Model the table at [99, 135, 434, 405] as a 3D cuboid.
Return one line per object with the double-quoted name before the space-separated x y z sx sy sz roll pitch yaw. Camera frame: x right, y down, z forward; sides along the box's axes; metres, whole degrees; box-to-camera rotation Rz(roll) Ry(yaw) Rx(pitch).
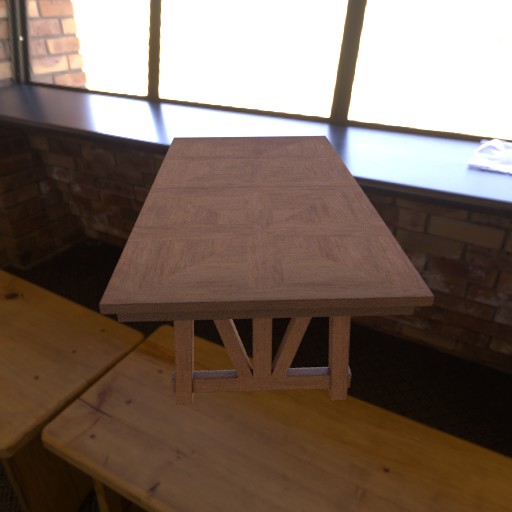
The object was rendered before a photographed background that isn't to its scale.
"table" 0.000 0.000 2.344 1.016 0.768 1.881 -1 30 -2
